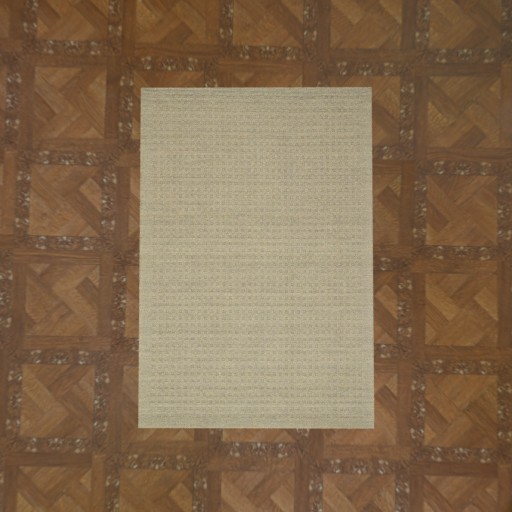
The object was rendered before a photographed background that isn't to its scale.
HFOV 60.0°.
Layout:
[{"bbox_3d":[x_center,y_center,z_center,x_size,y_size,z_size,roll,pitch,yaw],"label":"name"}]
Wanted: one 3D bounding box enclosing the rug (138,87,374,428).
[{"bbox_3d":[0.000,0.000,3.766,1.981,0.006,2.895,0,88,0],"label":"rug"}]
